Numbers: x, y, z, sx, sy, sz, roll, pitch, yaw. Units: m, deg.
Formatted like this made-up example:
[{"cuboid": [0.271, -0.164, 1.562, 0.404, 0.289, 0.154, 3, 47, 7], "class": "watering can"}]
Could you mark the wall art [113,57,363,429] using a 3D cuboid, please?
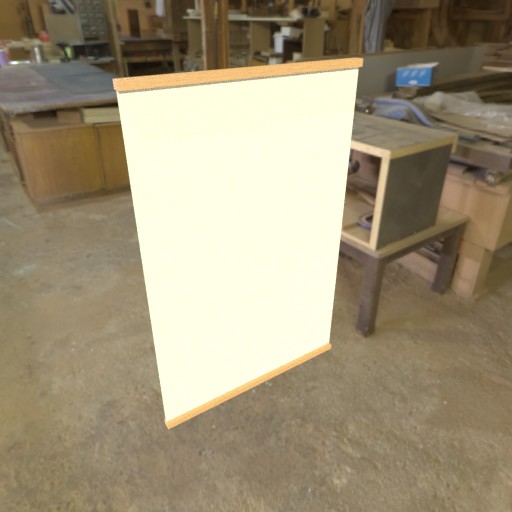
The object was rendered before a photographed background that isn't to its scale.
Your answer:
[{"cuboid": [0.000, 0.000, 1.913, 0.991, 1.510, 0.040, -18, 35, -28], "class": "wall art"}]
